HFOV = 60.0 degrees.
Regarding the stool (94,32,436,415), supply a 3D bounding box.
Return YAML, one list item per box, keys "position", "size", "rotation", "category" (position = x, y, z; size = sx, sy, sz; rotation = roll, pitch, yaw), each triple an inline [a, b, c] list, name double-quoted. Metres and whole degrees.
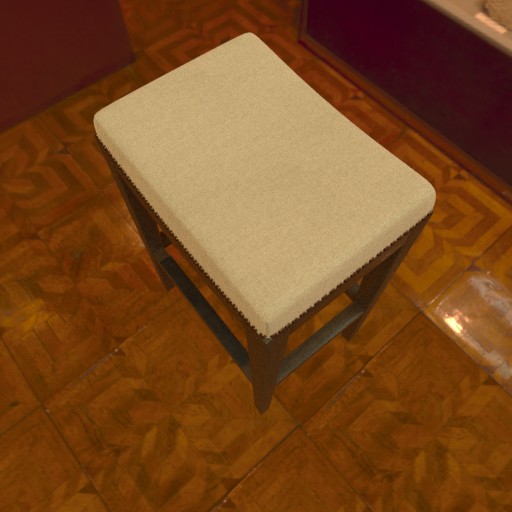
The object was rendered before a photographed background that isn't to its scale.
- position: [0.000, 0.000, 1.028]
  size: [0.358, 0.759, 0.498]
  rotation: [-35, 69, -16]
  category: "stool"
